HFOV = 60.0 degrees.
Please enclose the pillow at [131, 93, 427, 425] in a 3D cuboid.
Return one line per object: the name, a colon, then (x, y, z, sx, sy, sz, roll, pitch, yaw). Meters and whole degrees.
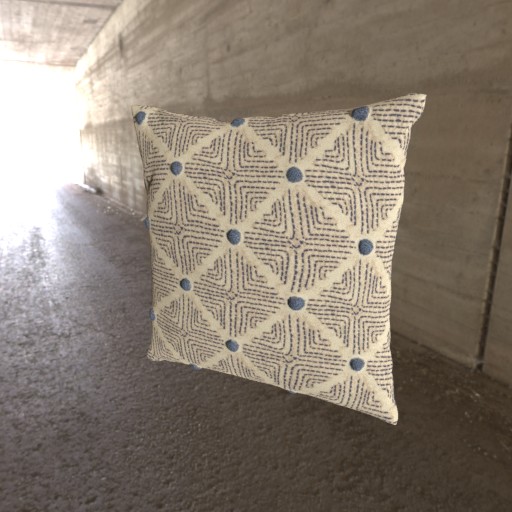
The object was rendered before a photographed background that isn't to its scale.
pillow: (0.000, 0.000, 0.761, 0.510, 0.510, 0.145, 7, 17, 25)
